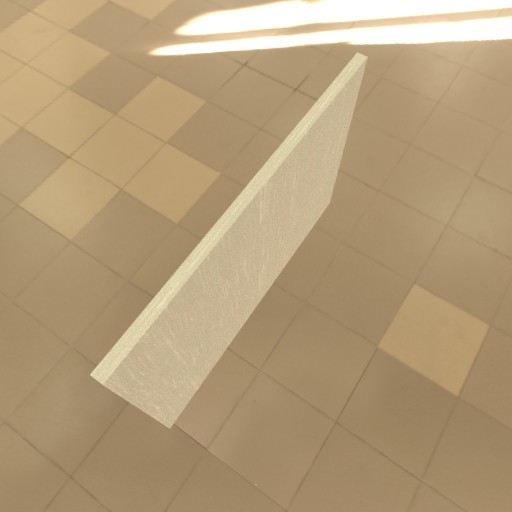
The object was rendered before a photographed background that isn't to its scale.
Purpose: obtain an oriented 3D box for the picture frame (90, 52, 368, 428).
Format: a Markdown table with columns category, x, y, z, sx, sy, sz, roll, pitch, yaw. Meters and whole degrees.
| category | x | y | z | sx | sy | sz | roll | pitch | yaw |
| --- | --- | --- | --- | --- | --- | --- | --- | --- | --- |
| picture frame | 0.000 | 0.000 | 1.198 | 0.029 | 0.640 | 0.950 | 31 | 67 | 15 |
